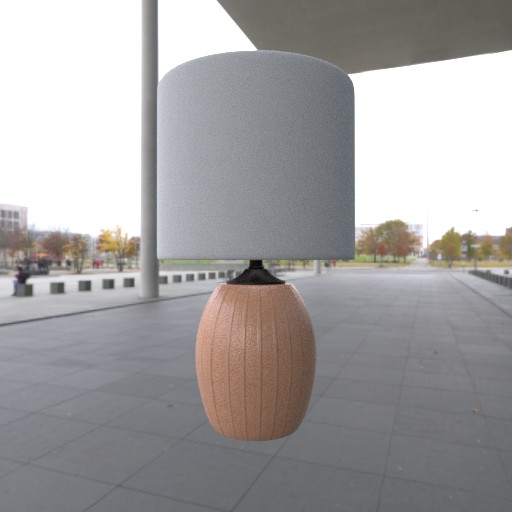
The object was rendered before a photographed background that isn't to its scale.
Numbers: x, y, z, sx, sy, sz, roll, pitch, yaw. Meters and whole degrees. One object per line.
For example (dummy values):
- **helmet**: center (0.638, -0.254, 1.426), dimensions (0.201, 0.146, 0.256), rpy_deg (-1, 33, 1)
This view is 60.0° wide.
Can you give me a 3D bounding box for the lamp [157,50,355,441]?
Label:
- **lamp**: center (0.000, 0.000, 0.752), dimensions (0.329, 0.570, 0.329), rpy_deg (0, 0, 0)
